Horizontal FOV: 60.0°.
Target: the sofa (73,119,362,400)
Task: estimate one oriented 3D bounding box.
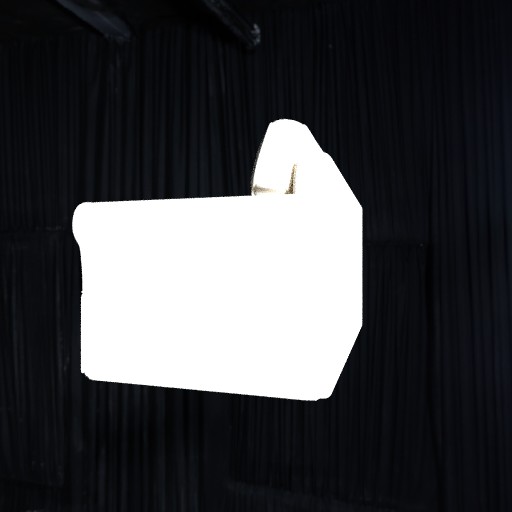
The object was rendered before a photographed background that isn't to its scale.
[{"bbox_3d":[0.000,0.000,2.338,0.991,0.940,1.727,0,0,17],"label":"sofa"}]
